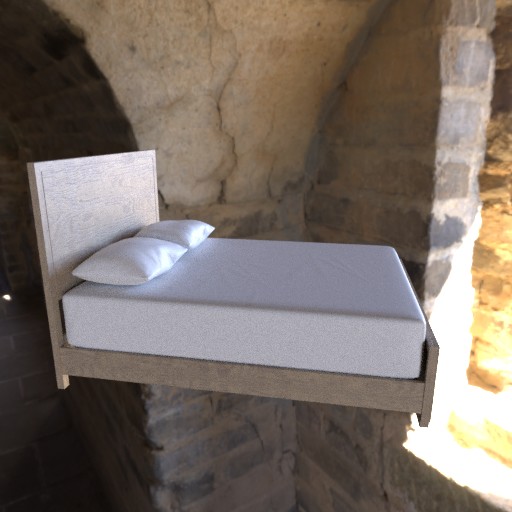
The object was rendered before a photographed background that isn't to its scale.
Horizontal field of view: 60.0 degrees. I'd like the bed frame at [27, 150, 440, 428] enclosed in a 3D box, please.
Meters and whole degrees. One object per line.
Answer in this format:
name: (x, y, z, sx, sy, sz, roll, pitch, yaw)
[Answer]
bed frame: (0.000, 0.000, 3.117, 2.189, 1.369, 1.606, 3, 16, 10)
